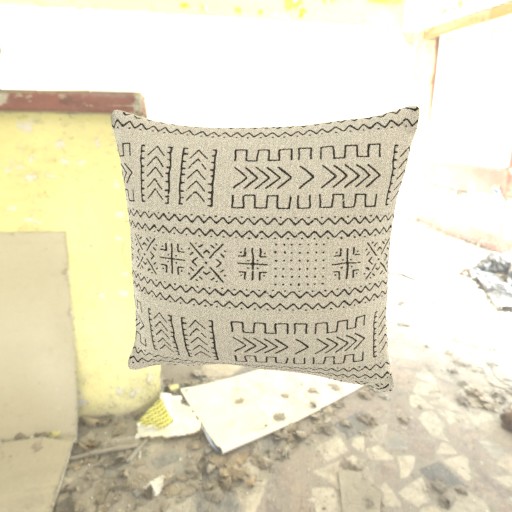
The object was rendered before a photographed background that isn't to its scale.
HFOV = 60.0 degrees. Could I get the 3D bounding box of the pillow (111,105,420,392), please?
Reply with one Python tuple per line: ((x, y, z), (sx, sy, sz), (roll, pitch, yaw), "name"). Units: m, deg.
((0.000, 0.000, 0.671), (0.438, 0.430, 0.164), (2, 17, 8), "pillow")
